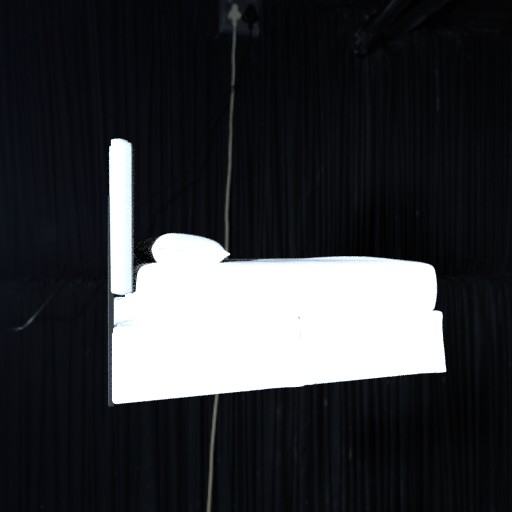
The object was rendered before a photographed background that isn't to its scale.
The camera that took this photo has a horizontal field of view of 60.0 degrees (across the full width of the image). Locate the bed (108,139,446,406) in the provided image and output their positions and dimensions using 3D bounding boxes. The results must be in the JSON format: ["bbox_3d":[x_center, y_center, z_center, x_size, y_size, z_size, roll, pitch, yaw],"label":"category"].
[{"bbox_3d":[0.000,0.000,3.461,2.180,1.607,1.813,0,0,-18],"label":"bed"}]
